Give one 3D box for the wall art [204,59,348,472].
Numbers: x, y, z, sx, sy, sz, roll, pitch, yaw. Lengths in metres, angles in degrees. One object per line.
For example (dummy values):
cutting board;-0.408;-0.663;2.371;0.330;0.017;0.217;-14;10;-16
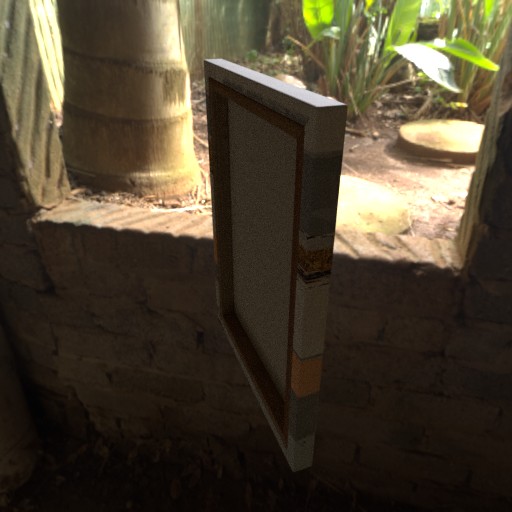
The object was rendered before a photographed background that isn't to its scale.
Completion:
wall art;0.000;0.000;0.801;0.038;0.609;0.456;-11;32;-18
